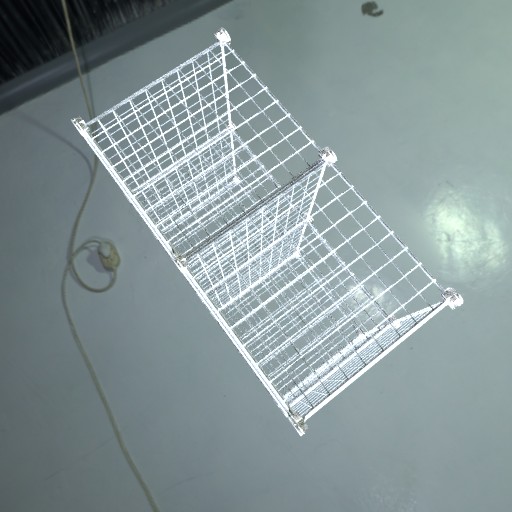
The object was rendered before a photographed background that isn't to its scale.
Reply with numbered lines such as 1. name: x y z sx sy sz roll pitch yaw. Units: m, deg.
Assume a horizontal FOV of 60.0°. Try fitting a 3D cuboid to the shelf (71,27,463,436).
1. shelf: 0.000 0.000 1.139 0.356 0.711 0.711 -36 78 -9
